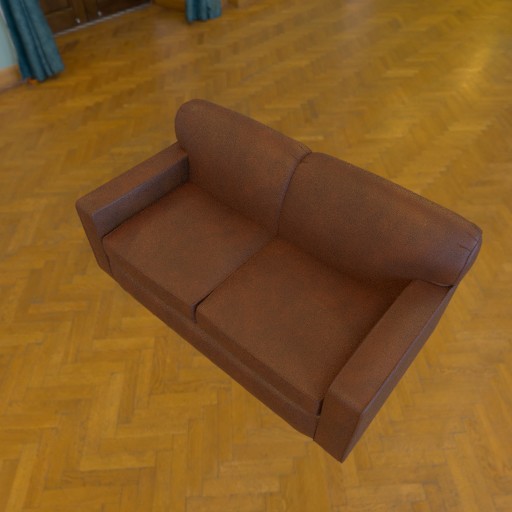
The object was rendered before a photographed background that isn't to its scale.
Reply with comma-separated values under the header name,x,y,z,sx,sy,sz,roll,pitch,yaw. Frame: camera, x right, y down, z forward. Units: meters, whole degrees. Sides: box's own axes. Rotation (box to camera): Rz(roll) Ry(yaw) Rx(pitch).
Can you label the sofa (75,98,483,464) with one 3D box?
name,x,y,z,sx,sy,sz,roll,pitch,yaw
sofa,0.000,0.000,2.373,1.856,0.966,1.000,32,55,26
